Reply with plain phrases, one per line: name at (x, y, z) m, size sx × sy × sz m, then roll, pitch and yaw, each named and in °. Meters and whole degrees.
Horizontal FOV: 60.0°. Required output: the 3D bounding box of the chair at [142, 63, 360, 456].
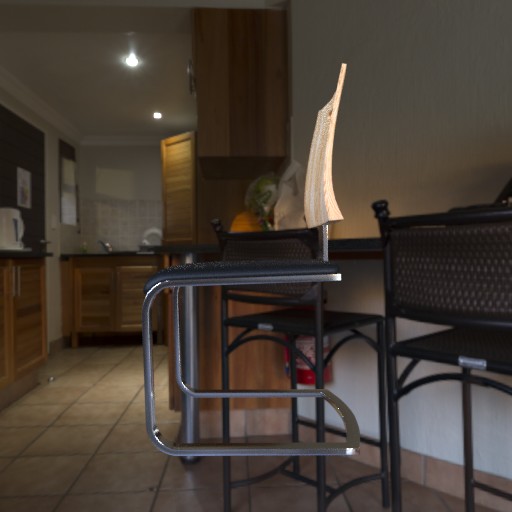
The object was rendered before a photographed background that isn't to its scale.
chair at (0.000, 0.000, 1.263) m, size 0.560 × 0.936 × 0.462 m, roll 0°, pitch 1°, yaw -1°
